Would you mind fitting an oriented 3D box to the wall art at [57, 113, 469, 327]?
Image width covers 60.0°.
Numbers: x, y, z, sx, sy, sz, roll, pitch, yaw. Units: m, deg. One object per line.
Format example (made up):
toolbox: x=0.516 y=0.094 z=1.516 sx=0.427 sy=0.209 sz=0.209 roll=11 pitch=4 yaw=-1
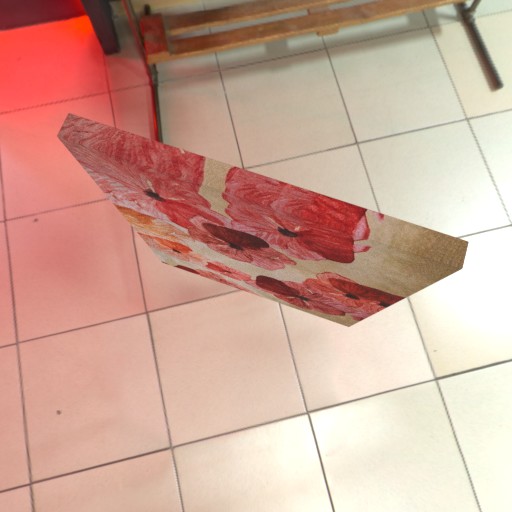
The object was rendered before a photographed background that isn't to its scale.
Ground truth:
wall art: x=0.000 y=0.000 z=0.667 sx=0.406 sy=0.508 sz=0.028 roll=19 pitch=76 yaw=5
